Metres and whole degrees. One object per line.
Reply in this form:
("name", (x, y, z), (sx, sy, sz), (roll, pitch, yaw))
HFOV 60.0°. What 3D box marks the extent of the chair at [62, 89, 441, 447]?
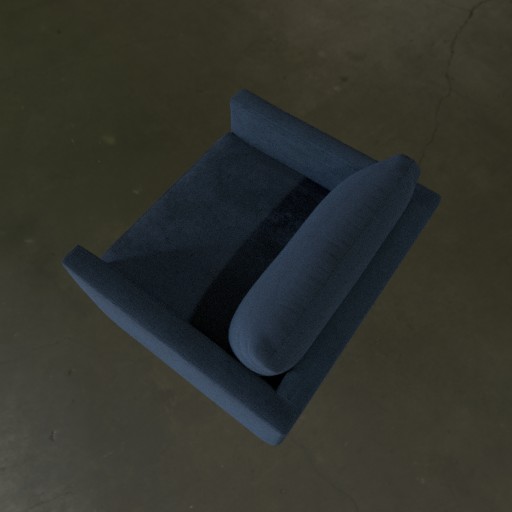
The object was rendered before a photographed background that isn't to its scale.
("chair", (0.000, 0.000, 1.615), (0.875, 0.812, 0.964), (33, 68, 16))
